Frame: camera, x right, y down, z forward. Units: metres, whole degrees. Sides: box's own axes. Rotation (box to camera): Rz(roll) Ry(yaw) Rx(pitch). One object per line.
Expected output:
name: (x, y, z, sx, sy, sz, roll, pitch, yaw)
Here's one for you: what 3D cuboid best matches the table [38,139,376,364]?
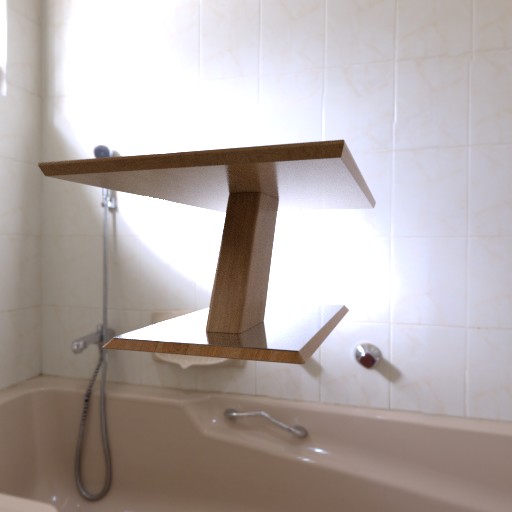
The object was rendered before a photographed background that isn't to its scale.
table: (0.000, 0.000, 1.433, 0.692, 0.441, 1.100, 0, 1, 18)
